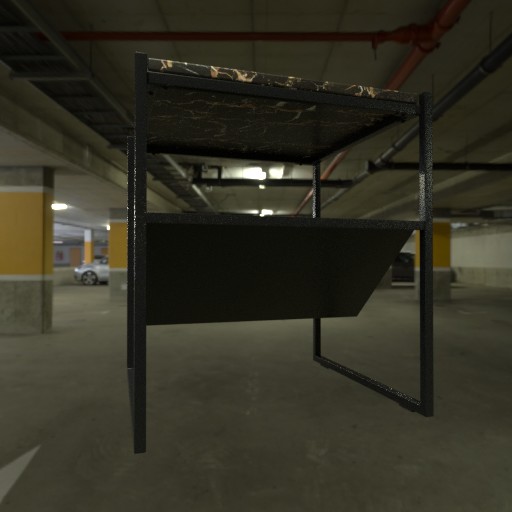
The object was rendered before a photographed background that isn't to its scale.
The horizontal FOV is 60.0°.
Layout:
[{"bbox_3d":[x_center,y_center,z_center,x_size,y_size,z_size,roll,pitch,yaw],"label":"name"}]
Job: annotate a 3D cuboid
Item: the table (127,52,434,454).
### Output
[{"bbox_3d":[0.000,0.000,0.857,0.469,0.534,0.432,0,-1,-17],"label":"table"}]
